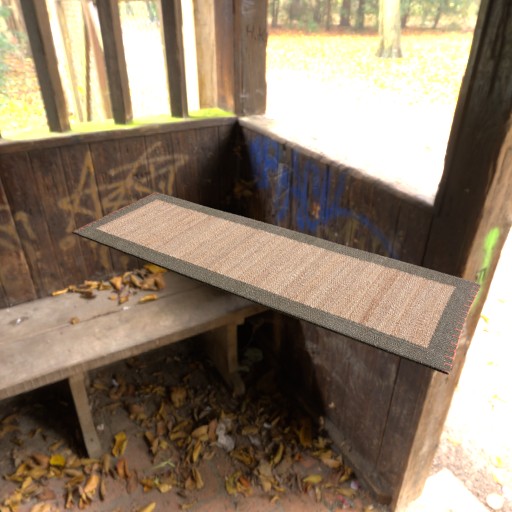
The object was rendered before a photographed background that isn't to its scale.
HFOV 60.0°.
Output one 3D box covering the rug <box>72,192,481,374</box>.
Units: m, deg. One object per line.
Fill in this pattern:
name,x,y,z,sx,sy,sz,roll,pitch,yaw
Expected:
rug,0.000,0.000,2.690,2.413,0.016,0.810,18,35,27
